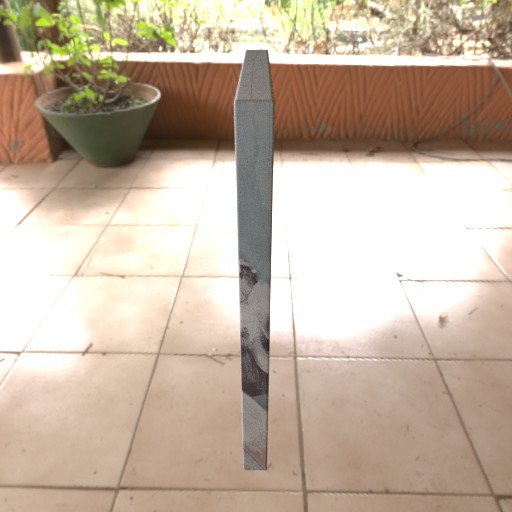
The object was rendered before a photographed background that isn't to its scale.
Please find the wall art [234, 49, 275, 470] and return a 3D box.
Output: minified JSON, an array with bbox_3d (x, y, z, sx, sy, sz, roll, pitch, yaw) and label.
[{"bbox_3d":[0.000,0.000,1.151,0.061,0.911,0.609,0,31,0],"label":"wall art"}]
